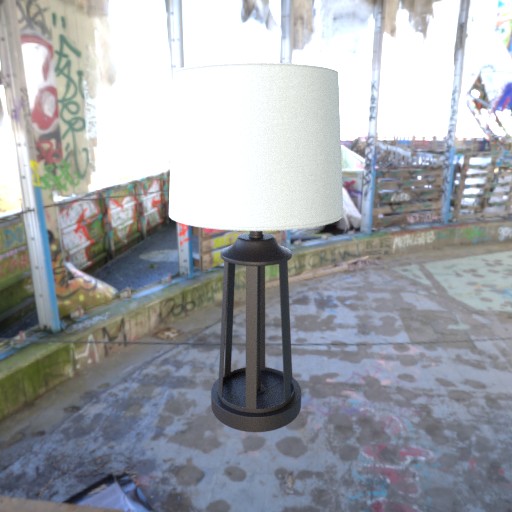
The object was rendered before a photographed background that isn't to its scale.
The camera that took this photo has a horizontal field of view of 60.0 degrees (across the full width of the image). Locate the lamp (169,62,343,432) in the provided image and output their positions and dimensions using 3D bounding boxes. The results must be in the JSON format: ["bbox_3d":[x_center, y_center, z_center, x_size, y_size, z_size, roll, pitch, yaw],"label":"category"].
[{"bbox_3d":[0.000,0.000,0.667,0.251,0.509,0.251,0,16,0],"label":"lamp"}]
